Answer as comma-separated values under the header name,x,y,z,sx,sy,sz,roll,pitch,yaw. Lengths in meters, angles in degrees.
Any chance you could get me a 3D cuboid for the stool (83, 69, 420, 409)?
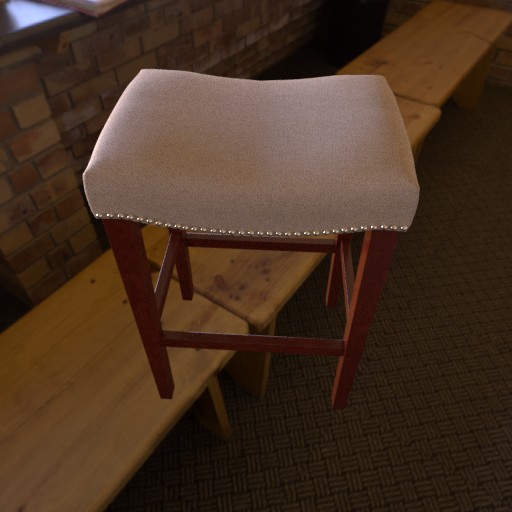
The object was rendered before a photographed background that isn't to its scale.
name,x,y,z,sx,sy,sz,roll,pitch,yaw
stool,0.000,0.000,1.010,0.504,0.742,0.372,3,46,2
